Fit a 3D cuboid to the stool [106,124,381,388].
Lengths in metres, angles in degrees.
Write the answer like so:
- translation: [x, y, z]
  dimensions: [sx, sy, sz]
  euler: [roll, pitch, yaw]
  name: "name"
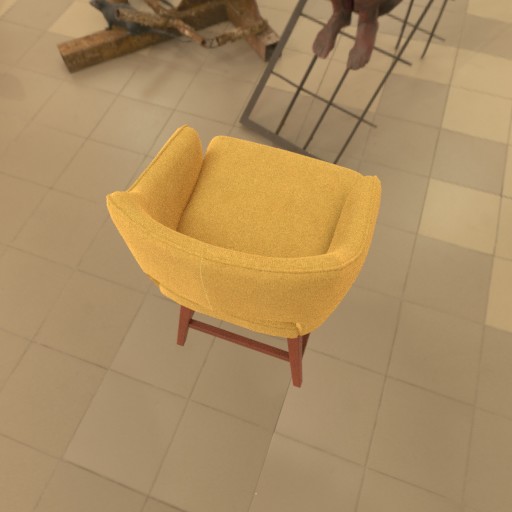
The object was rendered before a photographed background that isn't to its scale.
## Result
- translation: [0.000, 0.000, 1.241]
  dimensions: [0.548, 0.924, 0.558]
  euler: [17, 63, 9]
  name: "stool"
